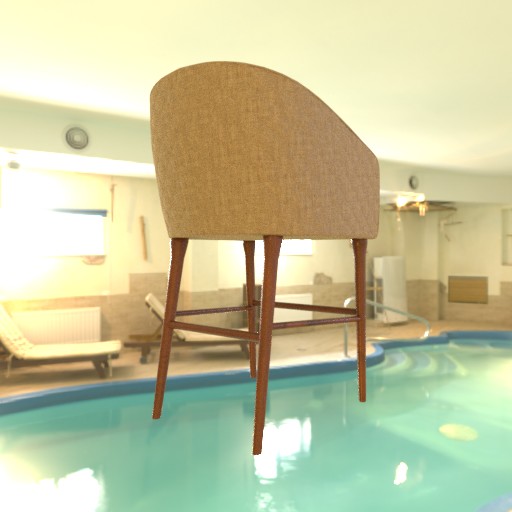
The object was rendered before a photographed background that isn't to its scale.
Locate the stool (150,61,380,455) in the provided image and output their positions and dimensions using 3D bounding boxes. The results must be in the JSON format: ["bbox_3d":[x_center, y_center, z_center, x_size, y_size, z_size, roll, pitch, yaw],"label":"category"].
[{"bbox_3d":[0.000,0.000,1.368,0.559,0.952,0.635,0,1,38],"label":"stool"}]
